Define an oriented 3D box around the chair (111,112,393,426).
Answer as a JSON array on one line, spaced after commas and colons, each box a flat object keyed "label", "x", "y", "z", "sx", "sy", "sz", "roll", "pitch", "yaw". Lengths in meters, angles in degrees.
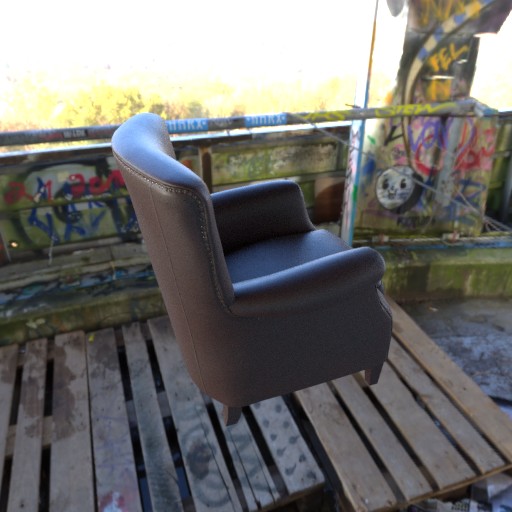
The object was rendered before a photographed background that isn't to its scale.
[{"label": "chair", "x": 0.000, "y": 0.000, "z": 1.374, "sx": 0.746, "sy": 0.800, "sz": 0.700, "roll": -9, "pitch": 31, "yaw": -16}]
